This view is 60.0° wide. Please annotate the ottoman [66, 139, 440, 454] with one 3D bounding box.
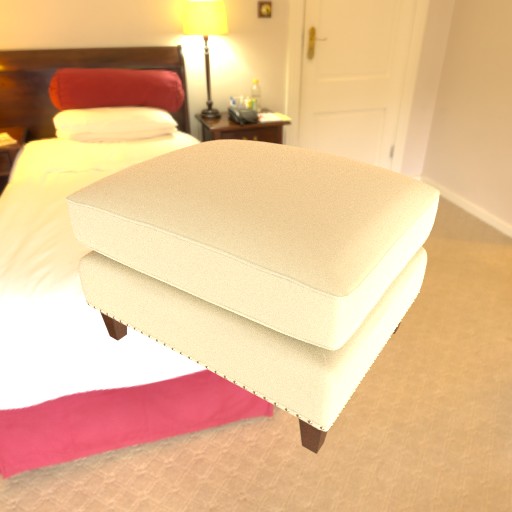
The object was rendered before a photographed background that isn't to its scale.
[{"bbox_3d":[0.000,0.000,1.165,0.741,0.513,0.584,19,35,30],"label":"ottoman"}]
